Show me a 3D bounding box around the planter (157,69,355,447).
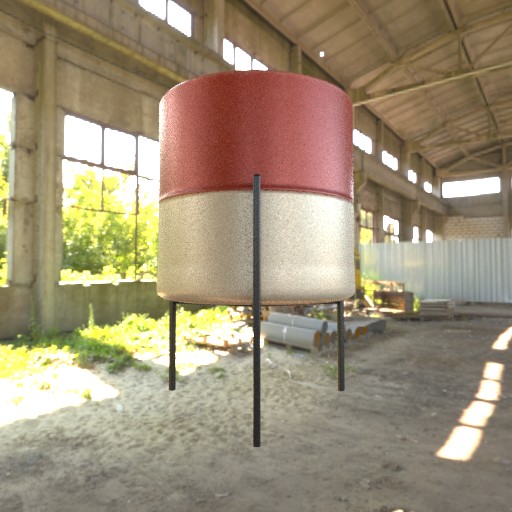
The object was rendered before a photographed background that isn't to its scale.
[{"bbox_3d":[0.000,0.000,0.529,0.235,0.354,0.251,0,-2,0],"label":"planter"}]
